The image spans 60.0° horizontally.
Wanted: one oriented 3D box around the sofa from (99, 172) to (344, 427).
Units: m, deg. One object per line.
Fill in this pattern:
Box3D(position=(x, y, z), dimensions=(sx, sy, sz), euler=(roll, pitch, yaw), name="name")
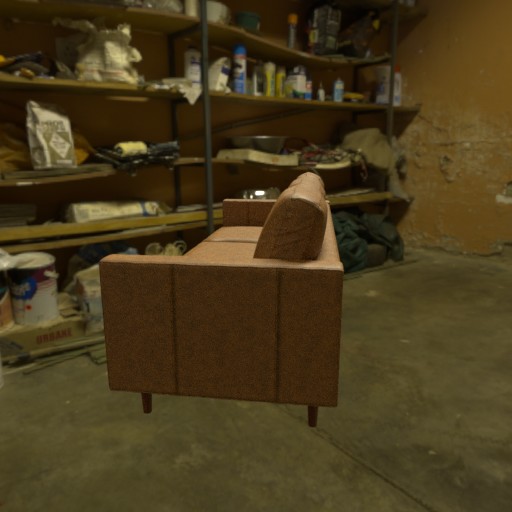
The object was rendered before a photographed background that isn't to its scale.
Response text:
Box3D(position=(0.000, 0.000, 2.659), dimensions=(0.903, 0.930, 2.231), euler=(2, 13, 8), name="sofa")
